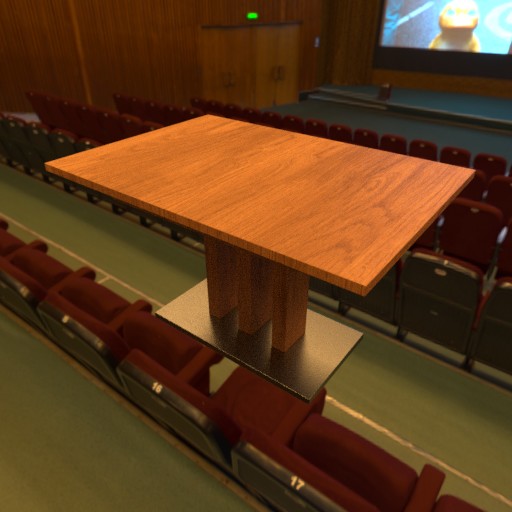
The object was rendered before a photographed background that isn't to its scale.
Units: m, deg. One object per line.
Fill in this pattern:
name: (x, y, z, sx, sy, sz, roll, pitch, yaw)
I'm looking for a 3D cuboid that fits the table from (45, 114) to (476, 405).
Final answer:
table: (0.000, 0.000, 1.824, 1.300, 0.770, 0.900, 22, 38, 31)
